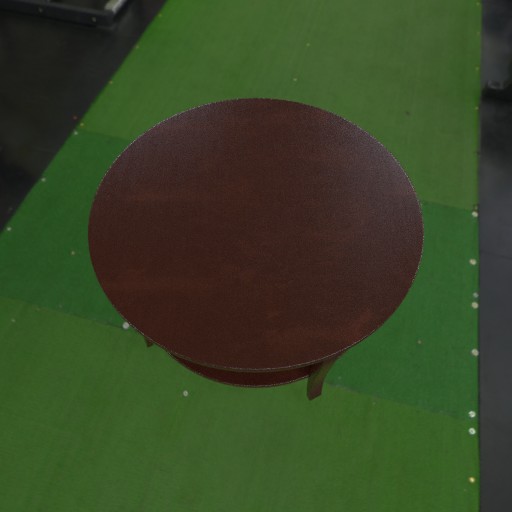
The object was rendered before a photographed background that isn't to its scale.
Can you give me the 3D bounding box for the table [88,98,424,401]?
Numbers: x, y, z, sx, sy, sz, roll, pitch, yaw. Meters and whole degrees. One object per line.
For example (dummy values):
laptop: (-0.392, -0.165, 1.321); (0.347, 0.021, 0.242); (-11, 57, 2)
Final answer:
table: (0.000, 0.000, 1.439); (0.911, 0.512, 0.911); (0, 58, 0)
